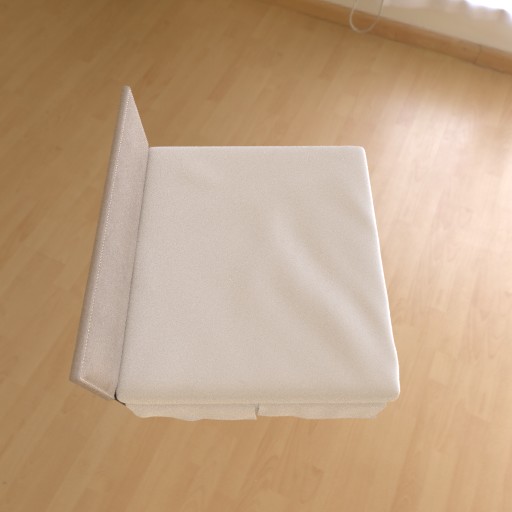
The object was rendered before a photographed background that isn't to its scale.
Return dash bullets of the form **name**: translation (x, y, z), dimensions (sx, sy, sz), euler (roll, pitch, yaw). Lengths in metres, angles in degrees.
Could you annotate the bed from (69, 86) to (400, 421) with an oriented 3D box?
- **bed**: translation (0.000, 0.000, 3.311), dimensions (1.914, 1.346, 2.170), euler (0, 63, 0)
